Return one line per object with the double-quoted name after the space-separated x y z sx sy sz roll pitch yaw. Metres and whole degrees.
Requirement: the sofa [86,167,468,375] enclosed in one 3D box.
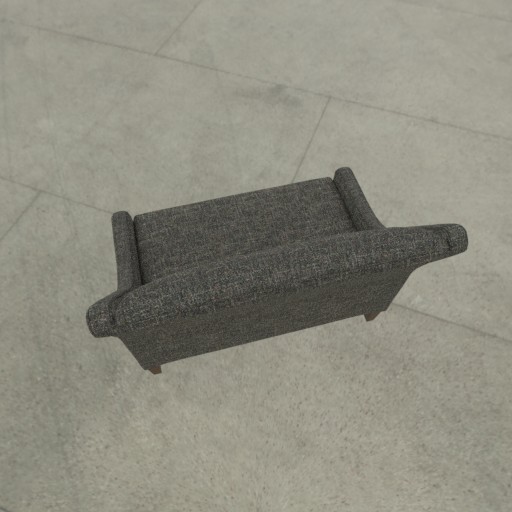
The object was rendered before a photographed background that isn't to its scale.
0.000 0.000 1.974 1.242 1.021 0.870 -12 58 -8 "sofa"
